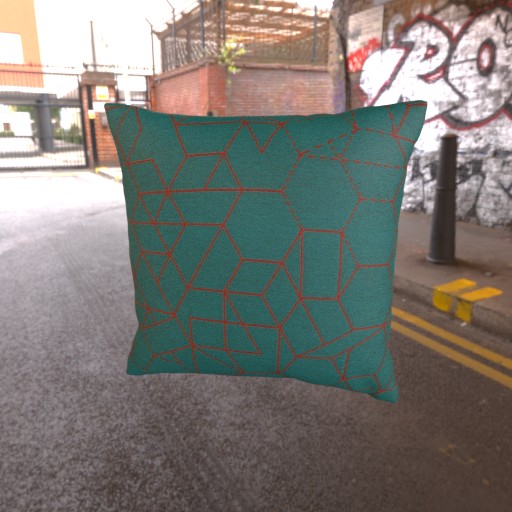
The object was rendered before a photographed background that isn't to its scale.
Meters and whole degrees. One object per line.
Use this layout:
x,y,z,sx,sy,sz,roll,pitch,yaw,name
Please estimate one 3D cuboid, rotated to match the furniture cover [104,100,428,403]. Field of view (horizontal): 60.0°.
0.000,0.000,0.766,0.517,0.508,0.158,3,15,10,furniture cover
